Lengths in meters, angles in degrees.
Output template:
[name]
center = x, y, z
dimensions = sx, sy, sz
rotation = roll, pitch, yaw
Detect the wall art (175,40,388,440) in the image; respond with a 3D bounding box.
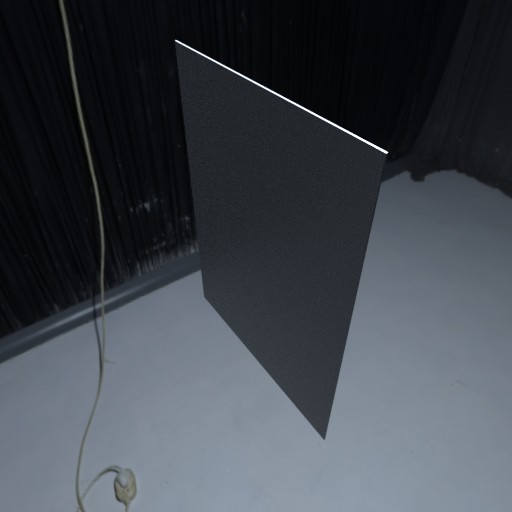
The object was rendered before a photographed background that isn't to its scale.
[wall art]
center = 0.000, 0.000, 0.786
dimensions = 0.003, 0.609, 0.457
rotation = -25, 47, -25
